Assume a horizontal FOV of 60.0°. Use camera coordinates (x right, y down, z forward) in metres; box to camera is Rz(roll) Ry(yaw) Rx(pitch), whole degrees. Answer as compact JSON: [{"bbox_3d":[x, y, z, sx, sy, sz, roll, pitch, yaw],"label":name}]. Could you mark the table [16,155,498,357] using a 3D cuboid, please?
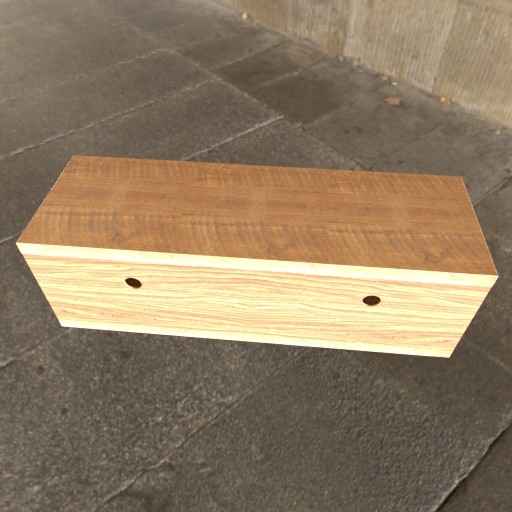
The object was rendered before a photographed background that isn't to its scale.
[{"bbox_3d":[0.000,0.000,1.717,1.499,0.491,0.499,4,47,4],"label":"table"}]
